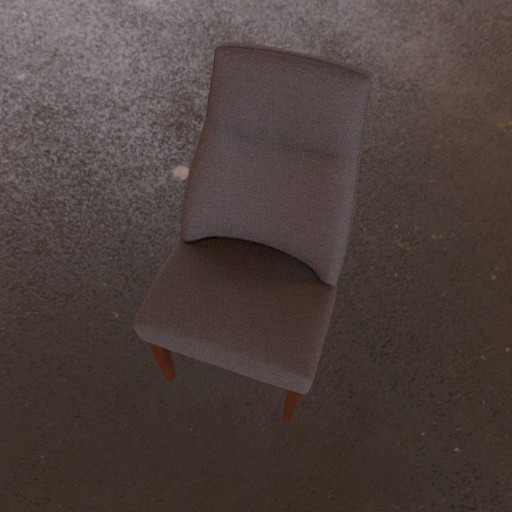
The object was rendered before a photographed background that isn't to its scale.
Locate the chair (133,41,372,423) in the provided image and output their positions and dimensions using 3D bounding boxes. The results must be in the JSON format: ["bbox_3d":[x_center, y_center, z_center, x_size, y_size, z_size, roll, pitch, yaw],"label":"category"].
[{"bbox_3d":[0.000,0.000,1.270,0.500,0.930,0.620,16,59,10],"label":"chair"}]
